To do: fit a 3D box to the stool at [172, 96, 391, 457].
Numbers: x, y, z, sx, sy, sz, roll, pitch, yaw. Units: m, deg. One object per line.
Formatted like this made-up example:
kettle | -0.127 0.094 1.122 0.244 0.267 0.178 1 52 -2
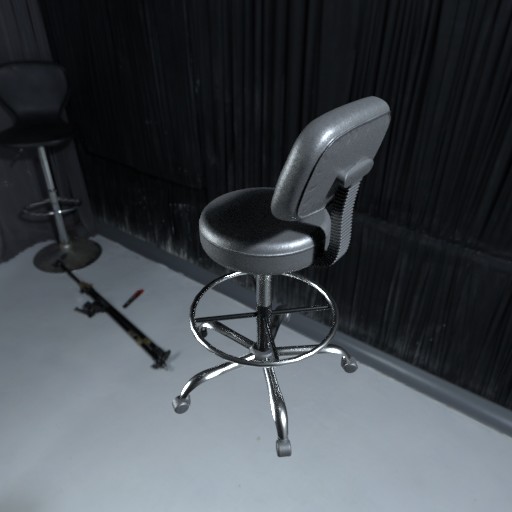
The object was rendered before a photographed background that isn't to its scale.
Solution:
stool | 0.000 0.000 1.467 0.658 1.069 0.694 23 39 31
